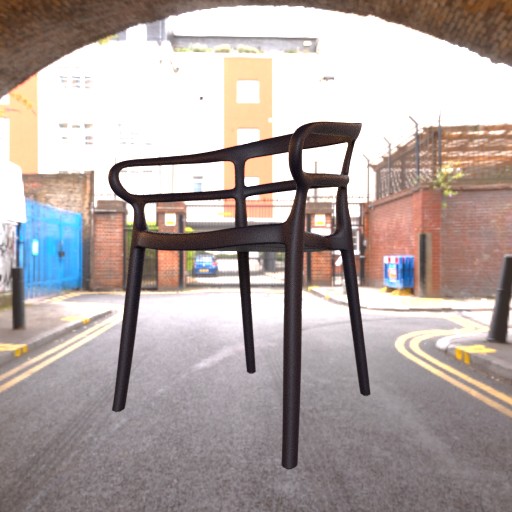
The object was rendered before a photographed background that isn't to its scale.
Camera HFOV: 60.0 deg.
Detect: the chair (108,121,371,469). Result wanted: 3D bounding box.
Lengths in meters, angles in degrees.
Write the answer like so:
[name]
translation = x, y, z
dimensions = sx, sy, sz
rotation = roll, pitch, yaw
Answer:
[chair]
translation = 0.000, 0.000, 1.132
dimensions = 0.559, 0.761, 0.527
rotation = 0, 0, 36
